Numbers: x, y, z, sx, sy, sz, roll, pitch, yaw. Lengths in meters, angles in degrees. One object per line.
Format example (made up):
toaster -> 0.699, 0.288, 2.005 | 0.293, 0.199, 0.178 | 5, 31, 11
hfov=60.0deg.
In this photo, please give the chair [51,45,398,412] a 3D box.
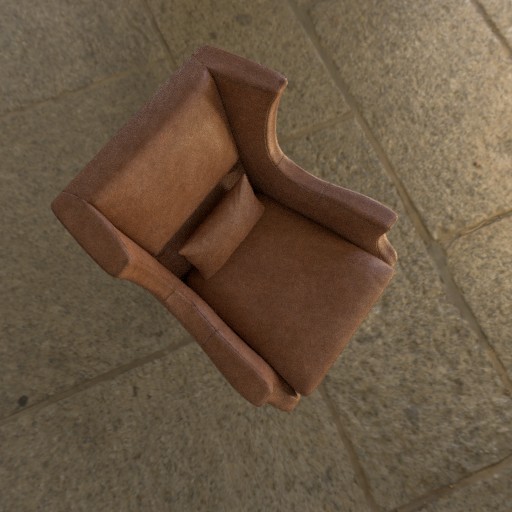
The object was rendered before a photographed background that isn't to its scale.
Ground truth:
chair -> 0.000, 0.000, 1.665 | 0.926, 1.016, 0.853 | 36, 78, 9
